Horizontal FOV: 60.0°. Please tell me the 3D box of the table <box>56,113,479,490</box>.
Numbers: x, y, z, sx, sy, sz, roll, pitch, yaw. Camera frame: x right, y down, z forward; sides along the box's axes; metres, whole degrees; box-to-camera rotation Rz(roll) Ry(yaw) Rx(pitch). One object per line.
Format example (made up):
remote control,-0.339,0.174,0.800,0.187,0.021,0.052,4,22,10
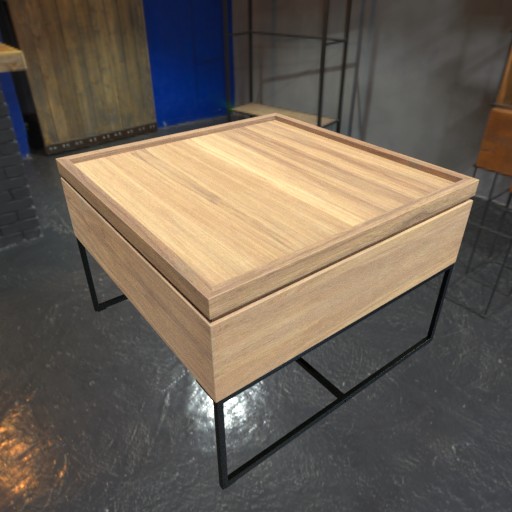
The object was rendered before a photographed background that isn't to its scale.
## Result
table,0.000,0.000,1.118,0.676,0.464,0.679,-22,39,-31
